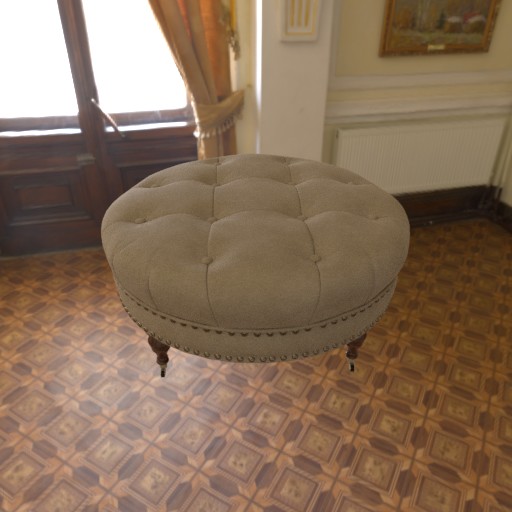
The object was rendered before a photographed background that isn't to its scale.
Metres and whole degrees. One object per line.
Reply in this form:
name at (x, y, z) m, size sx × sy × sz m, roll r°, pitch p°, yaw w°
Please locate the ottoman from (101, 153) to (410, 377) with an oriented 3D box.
ottoman at (0.000, 0.000, 1.388) m, size 0.901 × 0.439 × 0.901 m, roll 0°, pitch 31°, yaw 0°
